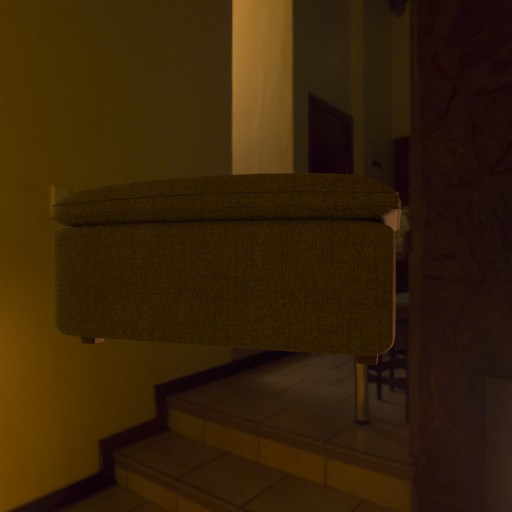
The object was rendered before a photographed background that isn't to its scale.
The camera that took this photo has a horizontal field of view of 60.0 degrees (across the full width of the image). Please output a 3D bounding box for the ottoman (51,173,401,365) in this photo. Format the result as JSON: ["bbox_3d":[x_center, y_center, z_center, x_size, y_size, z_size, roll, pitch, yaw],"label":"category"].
[{"bbox_3d":[0.000,0.000,1.726,1.067,0.559,1.067,0,0,18],"label":"ottoman"}]
